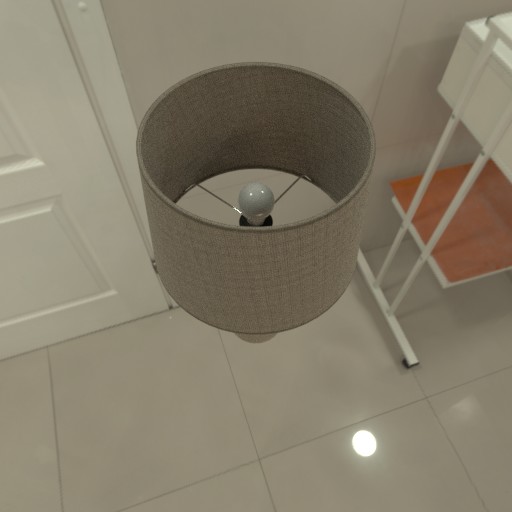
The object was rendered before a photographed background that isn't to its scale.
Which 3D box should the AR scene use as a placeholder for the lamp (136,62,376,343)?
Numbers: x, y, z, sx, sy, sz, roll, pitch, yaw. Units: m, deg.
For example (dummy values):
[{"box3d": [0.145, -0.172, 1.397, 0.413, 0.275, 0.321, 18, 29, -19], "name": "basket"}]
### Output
[{"box3d": [0.000, 0.000, 0.851, 0.367, 0.609, 0.367, 0, 57, 0], "name": "lamp"}]
